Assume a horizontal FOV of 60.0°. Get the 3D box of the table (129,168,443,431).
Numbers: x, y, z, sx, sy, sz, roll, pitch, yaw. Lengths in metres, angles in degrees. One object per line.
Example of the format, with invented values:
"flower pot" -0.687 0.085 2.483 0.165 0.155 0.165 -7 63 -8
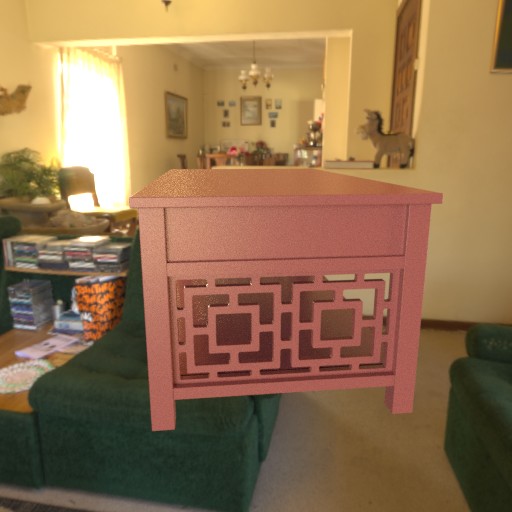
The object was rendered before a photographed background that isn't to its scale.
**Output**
"table" 0.000 0.000 1.404 0.612 0.493 1.068 -2 14 -6
